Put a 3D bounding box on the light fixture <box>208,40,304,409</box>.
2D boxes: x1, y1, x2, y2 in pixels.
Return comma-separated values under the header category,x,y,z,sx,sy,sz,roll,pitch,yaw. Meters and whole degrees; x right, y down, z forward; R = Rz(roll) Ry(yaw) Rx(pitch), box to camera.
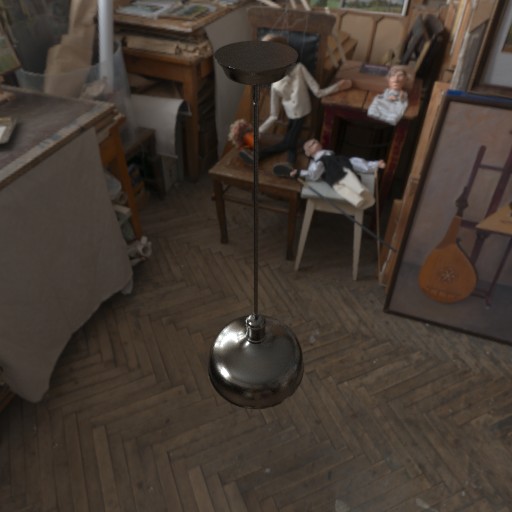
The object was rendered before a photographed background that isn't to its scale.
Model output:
category,x,y,z,sx,sy,sz,roll,pitch,yaw
light fixture,0.000,0.000,1.070,0.299,0.935,0.299,-12,44,-13
